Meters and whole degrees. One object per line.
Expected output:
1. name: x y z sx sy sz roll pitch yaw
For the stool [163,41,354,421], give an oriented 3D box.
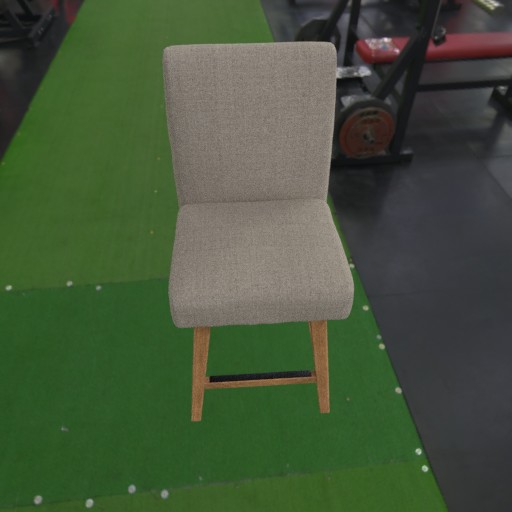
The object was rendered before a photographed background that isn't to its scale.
1. stool: 0.000 0.000 1.283 0.459 1.010 0.526 -3 46 -3
